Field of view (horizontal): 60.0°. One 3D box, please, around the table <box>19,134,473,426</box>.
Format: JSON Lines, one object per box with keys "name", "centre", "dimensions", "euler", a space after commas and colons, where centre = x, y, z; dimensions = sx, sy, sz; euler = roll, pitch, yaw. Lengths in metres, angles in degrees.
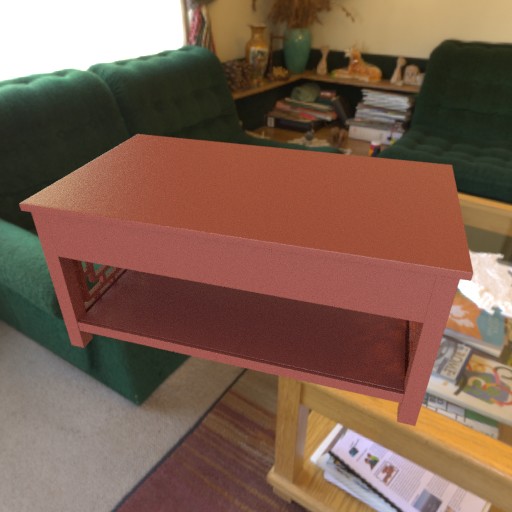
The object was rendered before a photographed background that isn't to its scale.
{"name": "table", "centre": [0.000, 0.000, 1.372], "dimensions": [1.068, 0.493, 0.612], "euler": [9, 34, 14]}
